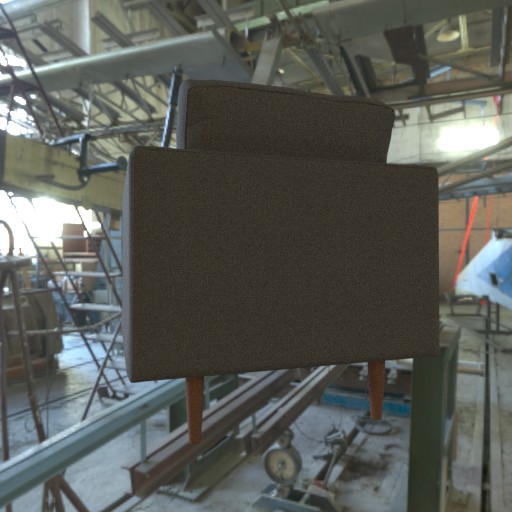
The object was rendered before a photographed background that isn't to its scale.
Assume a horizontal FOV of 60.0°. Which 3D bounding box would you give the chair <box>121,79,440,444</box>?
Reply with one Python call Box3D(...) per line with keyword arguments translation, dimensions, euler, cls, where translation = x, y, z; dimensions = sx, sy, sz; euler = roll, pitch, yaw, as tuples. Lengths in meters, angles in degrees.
Box3D(translation=(0.000, 0.000, 1.485), dimensions=(0.854, 0.927, 0.800), euler=(0, 0, -18), cls="chair")
